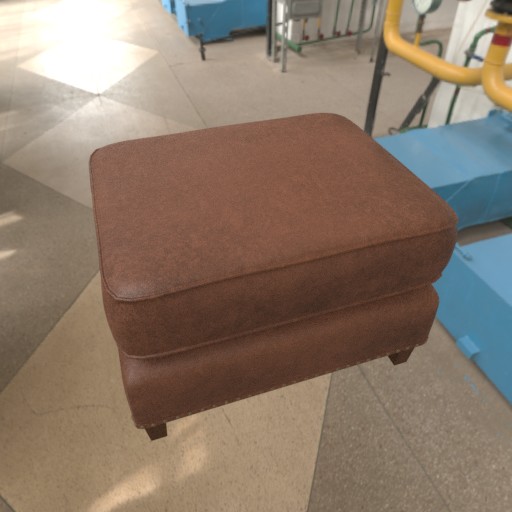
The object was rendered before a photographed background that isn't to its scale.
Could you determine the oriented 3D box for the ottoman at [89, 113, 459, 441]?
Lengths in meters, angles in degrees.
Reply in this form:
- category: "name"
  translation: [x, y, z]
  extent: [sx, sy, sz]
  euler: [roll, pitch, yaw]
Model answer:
- category: "ottoman"
  translation: [0.000, 0.000, 1.126]
  extent: [0.738, 0.537, 0.589]
  euler: [-13, 43, -14]
